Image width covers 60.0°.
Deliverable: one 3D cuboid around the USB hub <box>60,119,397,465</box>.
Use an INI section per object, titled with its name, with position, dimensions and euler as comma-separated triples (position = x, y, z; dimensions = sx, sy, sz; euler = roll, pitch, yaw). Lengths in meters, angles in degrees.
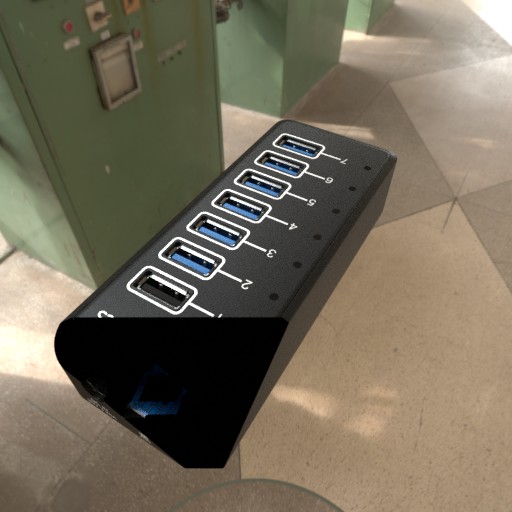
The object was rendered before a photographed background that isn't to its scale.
[USB hub]
position = 0.000, 0.000, 0.128
dimensions = 0.044, 0.023, 0.110
euler = 24, 52, 21
